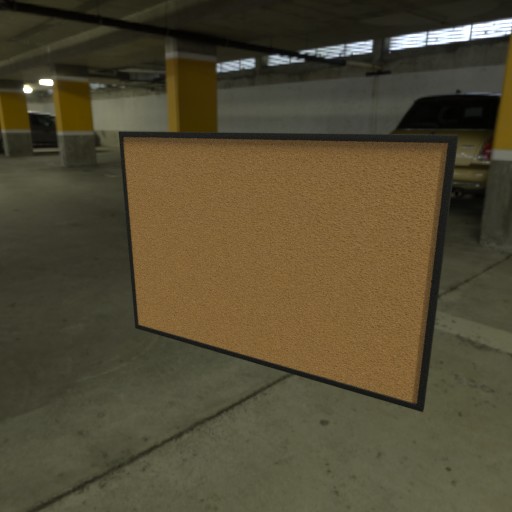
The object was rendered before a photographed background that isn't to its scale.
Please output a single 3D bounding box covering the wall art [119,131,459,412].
[{"bbox_3d":[0.000,0.000,0.856,0.664,0.458,0.013,9,19,28],"label":"wall art"}]
